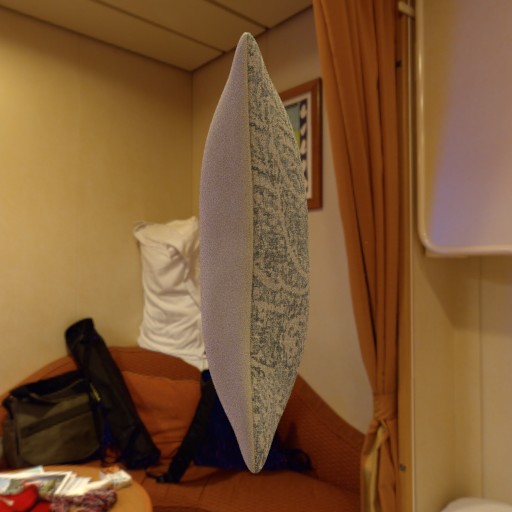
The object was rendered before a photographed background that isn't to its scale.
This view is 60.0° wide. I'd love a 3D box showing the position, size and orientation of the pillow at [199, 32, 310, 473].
[{"bbox_3d":[0.000,0.000,0.759,0.166,0.510,0.523,0,-2,1],"label":"pillow"}]
